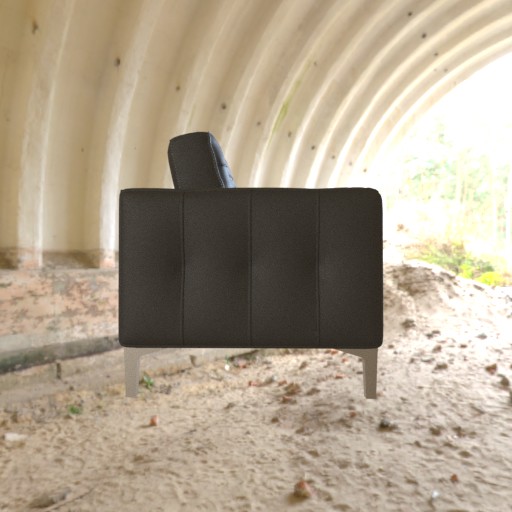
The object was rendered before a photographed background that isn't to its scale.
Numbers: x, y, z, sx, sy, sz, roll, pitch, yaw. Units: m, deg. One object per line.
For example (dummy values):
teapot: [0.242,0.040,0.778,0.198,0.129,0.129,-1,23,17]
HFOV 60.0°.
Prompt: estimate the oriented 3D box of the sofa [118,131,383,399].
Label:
sofa: [0.000,0.000,2.188,0.833,0.893,1.726,0,-1,1]
